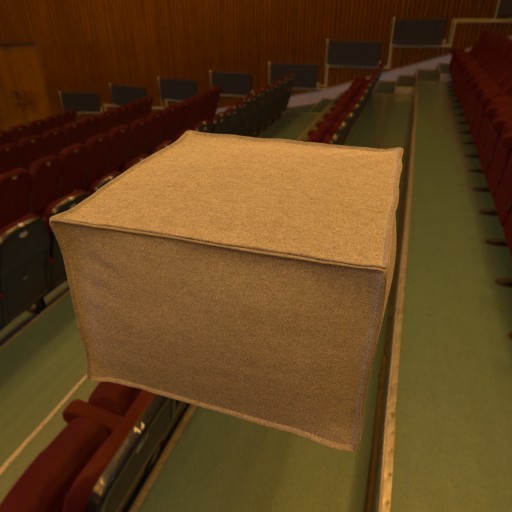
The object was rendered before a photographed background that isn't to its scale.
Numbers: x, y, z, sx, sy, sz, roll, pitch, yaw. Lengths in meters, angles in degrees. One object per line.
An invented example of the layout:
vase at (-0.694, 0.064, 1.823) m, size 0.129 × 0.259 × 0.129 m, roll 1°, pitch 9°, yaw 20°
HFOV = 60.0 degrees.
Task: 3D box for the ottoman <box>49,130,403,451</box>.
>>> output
ottoman at (0.000, 0.000, 1.169) m, size 0.696 × 0.470 × 0.707 m, roll 9°, pitch 32°, yaw 15°
